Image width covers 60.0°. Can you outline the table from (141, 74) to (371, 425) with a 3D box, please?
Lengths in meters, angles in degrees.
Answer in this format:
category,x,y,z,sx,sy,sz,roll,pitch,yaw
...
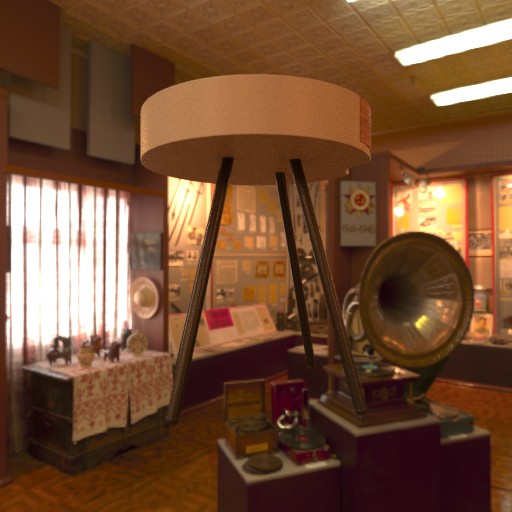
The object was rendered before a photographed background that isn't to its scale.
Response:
category,x,y,z,sx,sy,sz,roll,pitch,yaw
table,0.000,0.000,0.859,0.450,0.525,0.450,0,-1,0
